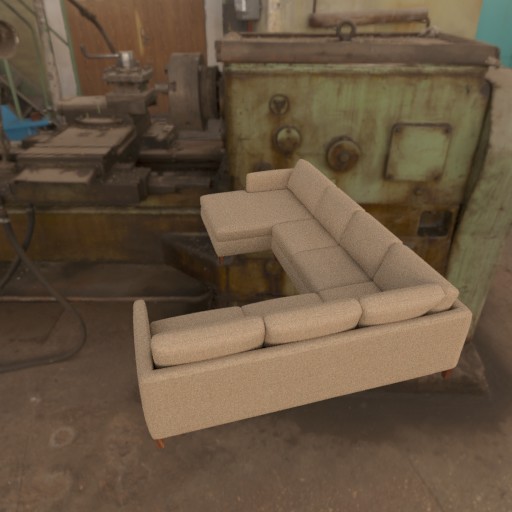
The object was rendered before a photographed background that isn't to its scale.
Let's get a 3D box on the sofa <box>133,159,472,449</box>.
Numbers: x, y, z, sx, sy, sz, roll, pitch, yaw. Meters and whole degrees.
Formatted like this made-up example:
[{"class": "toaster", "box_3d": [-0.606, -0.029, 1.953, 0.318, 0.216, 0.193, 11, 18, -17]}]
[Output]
[{"class": "sofa", "box_3d": [0.000, 0.000, 4.604, 2.551, 0.889, 3.403, -9, 32, -14]}]
